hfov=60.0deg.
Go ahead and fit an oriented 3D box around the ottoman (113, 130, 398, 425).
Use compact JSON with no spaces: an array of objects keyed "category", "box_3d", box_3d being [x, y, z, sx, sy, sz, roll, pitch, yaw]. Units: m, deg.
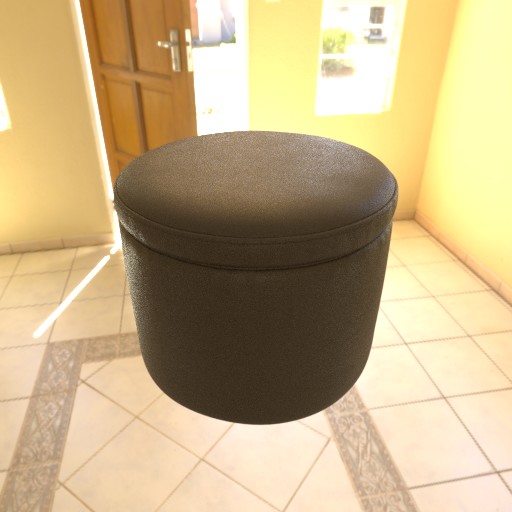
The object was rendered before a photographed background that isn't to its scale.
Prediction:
[{"category":"ottoman","box_3d":[0.000,0.000,0.883,0.500,0.409,0.500,0,31,0]}]
